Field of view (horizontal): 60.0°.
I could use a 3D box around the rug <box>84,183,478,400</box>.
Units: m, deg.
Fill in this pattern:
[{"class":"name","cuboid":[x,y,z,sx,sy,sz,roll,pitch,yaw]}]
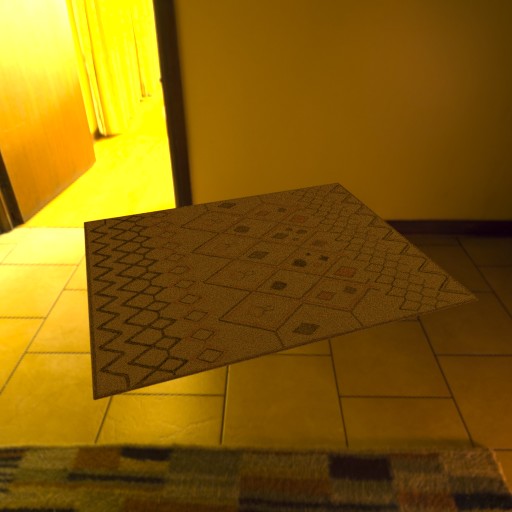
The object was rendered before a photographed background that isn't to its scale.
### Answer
[{"class":"rug","cuboid":[0.000,0.000,4.198,3.050,0.016,2.441,-11,35,-16]}]
